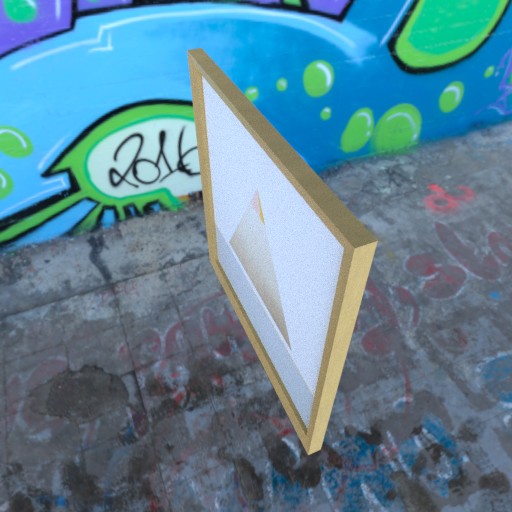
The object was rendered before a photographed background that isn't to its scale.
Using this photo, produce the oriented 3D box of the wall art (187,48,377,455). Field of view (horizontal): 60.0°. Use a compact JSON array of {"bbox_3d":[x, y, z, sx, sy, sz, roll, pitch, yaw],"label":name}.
[{"bbox_3d":[0.000,0.000,2.880,0.097,1.936,1.935,-18,48,-16],"label":"wall art"}]
